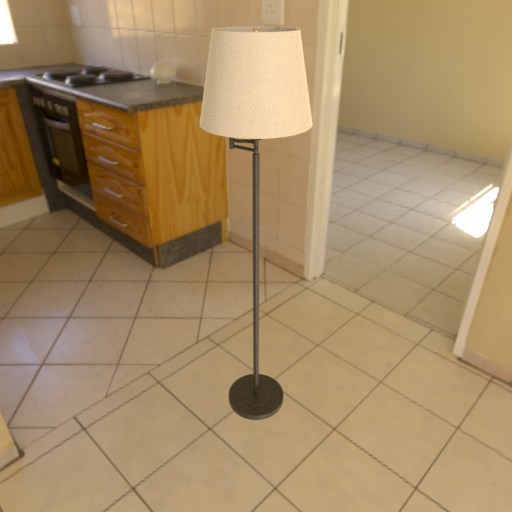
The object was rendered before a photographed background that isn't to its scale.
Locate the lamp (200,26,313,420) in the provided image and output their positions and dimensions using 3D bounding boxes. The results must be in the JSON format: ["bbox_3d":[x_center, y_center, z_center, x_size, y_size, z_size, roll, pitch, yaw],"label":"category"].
[{"bbox_3d":[0.000,0.000,1.613,0.348,1.473,0.348,19,35,29],"label":"lamp"}]
